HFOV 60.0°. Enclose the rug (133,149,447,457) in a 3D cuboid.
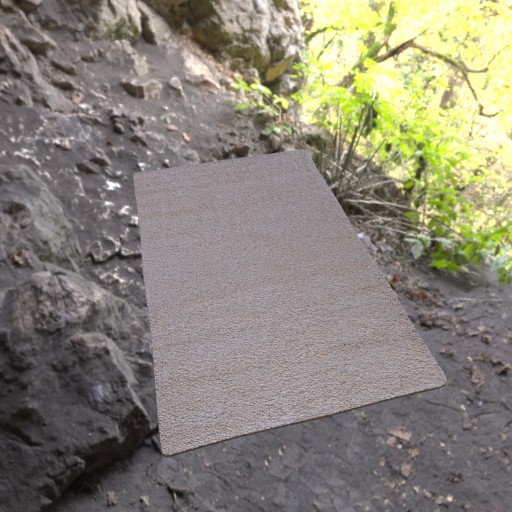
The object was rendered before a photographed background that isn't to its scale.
[{"bbox_3d":[0.000,0.000,2.989,1.500,0.026,2.349,-10,46,-10],"label":"rug"}]
